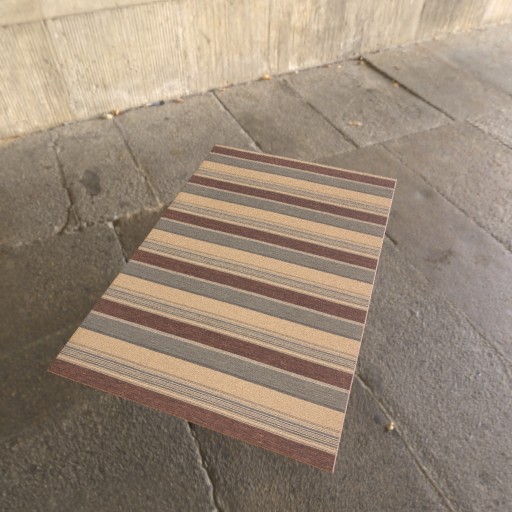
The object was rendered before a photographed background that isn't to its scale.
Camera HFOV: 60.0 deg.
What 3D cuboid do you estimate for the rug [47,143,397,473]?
[{"bbox_3d":[0.000,0.000,2.307,1.219,0.008,1.829,14,48,13],"label":"rug"}]
